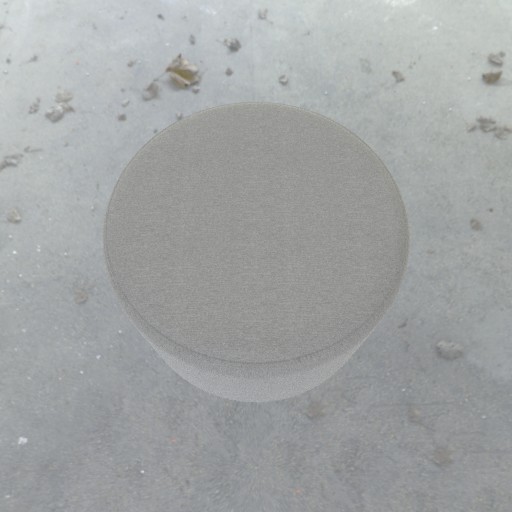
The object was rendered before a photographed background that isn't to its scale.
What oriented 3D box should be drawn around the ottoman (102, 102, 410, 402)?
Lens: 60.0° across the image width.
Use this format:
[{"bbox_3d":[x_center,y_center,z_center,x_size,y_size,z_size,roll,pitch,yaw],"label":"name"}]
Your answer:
[{"bbox_3d":[0.000,0.000,1.024,0.608,0.433,0.608,0,64,0],"label":"ottoman"}]
